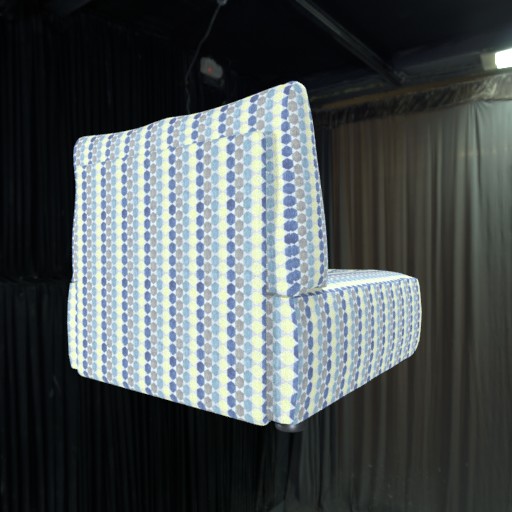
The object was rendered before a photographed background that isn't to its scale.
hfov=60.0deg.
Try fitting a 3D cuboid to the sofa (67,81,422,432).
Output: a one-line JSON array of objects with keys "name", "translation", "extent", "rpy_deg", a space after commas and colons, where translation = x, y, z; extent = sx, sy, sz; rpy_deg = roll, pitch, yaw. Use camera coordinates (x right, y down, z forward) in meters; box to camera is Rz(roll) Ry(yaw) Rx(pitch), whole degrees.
[{"name": "sofa", "translation": [0.000, 0.000, 1.654], "extent": [0.930, 0.830, 1.000], "rpy_deg": [0, 0, 36]}]
